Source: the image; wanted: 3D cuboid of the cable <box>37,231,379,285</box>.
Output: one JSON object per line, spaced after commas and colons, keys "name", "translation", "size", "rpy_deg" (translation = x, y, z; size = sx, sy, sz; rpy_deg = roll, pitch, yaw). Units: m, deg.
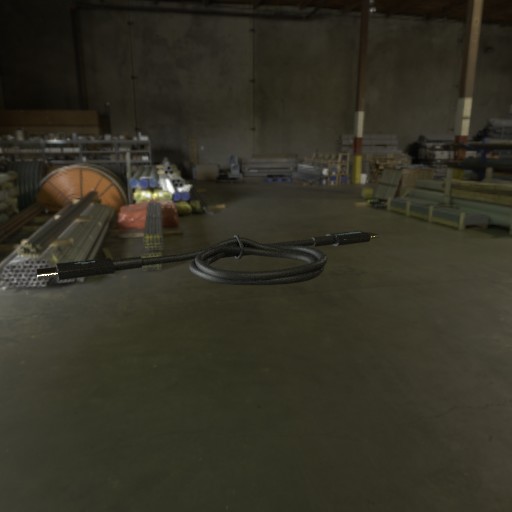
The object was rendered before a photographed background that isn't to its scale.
{"name": "cable", "translation": [0.000, 0.000, 0.228], "size": [0.203, 0.014, 0.070], "rpy_deg": [-7, 16, -26]}
